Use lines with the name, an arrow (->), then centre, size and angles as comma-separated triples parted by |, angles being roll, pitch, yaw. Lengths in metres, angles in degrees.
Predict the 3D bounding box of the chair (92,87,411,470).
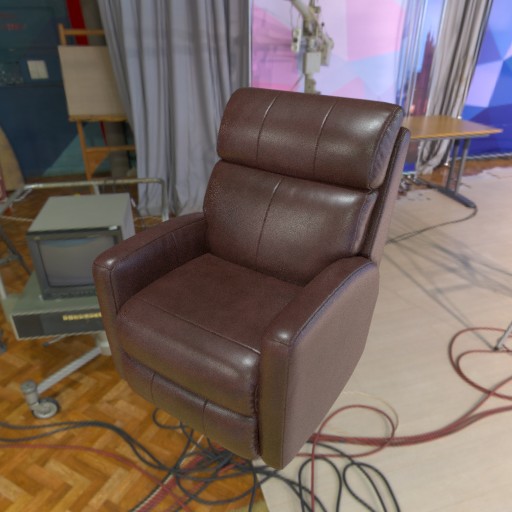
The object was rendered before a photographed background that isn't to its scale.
chair -> 0.000, 0.000, 1.606 | 0.787, 1.016, 0.939 | 18, 34, 29
